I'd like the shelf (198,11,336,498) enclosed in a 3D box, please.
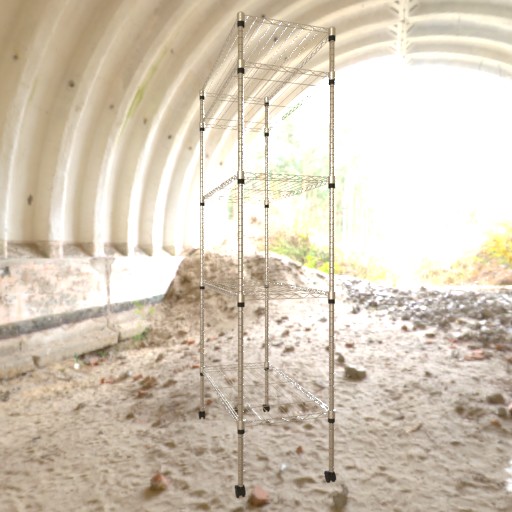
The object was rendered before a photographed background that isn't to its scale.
[{"bbox_3d":[0.000,0.000,1.849,0.356,1.587,0.762,0,0,-17],"label":"shelf"}]
